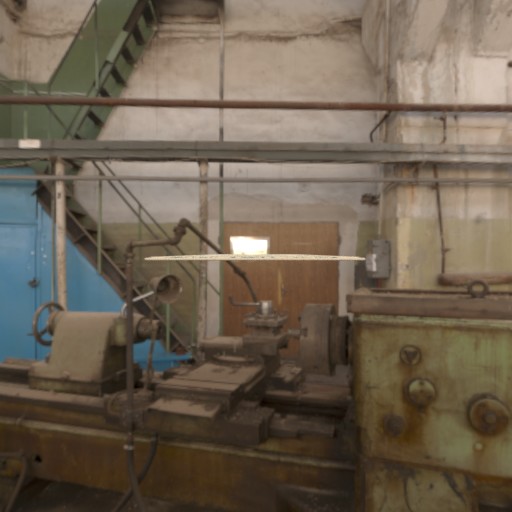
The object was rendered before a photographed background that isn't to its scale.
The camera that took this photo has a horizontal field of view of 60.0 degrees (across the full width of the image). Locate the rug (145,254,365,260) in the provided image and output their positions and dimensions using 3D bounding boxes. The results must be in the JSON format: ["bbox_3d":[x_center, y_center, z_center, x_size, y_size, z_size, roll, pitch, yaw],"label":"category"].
[{"bbox_3d":[0.000,0.000,2.418,0.662,0.011,2.196,0,0,0],"label":"rug"}]
